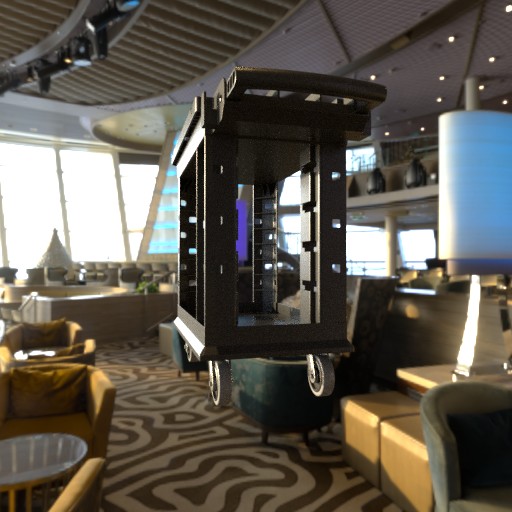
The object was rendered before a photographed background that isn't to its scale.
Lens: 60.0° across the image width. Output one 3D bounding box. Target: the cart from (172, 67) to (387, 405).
[{"bbox_3d":[0.000,0.000,1.542,0.497,0.884,1.061,0,-1,-16],"label":"cart"}]
